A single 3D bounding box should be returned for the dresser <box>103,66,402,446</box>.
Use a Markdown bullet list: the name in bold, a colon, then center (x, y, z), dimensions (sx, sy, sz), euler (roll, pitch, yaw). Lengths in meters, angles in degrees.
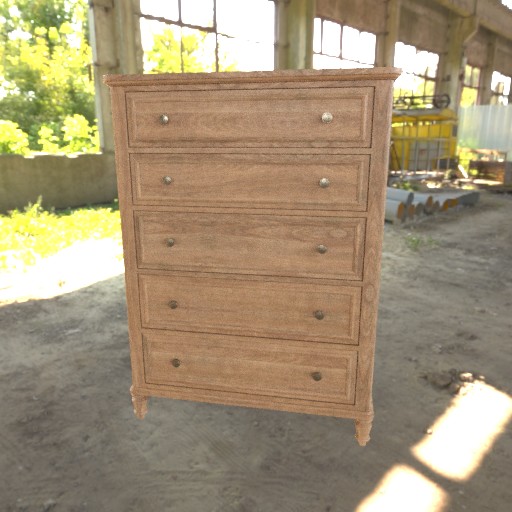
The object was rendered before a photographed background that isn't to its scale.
- **dresser**: center (0.000, 0.000, 1.781), dimensions (0.973, 1.318, 0.484), euler (3, 15, 10)
